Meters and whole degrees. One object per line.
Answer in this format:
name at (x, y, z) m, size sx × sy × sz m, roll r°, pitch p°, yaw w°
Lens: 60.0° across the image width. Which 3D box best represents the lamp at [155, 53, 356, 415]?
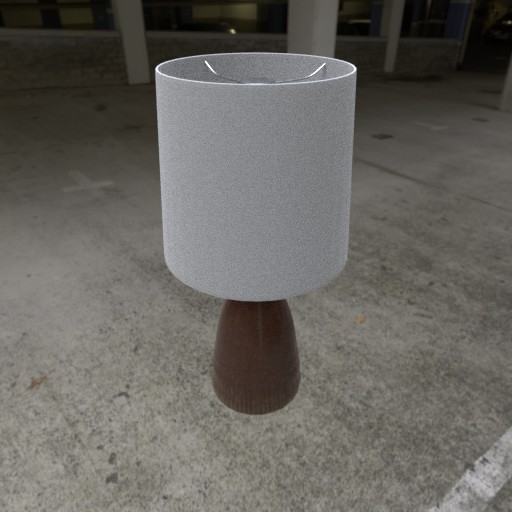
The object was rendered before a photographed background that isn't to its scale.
lamp at (0.000, 0.000, 0.463) m, size 0.186 × 0.369 × 0.186 m, roll 0°, pitch 31°, yaw 0°
